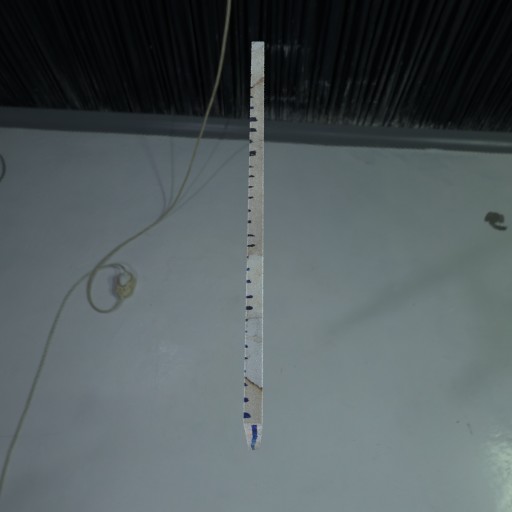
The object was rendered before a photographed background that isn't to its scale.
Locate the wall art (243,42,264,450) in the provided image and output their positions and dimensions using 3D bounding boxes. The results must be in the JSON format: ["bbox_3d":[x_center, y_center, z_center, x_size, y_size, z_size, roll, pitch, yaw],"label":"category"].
[{"bbox_3d":[0.000,0.000,1.193,0.030,0.609,0.919,1,63,0],"label":"wall art"}]
